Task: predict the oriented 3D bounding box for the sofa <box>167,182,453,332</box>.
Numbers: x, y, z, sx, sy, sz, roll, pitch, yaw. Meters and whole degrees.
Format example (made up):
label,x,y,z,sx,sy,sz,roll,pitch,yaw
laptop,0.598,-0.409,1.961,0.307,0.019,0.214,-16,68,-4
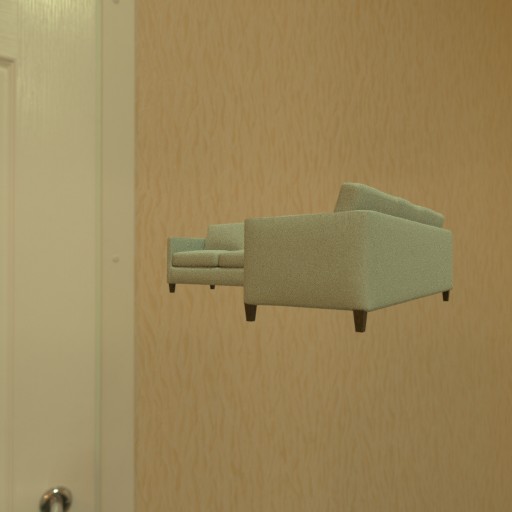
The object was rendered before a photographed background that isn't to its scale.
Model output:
label,x,y,z,sx,sy,sz,roll,pitch,yaw
sofa,0.000,0.000,4.548,3.333,0.934,2.522,0,-1,35
